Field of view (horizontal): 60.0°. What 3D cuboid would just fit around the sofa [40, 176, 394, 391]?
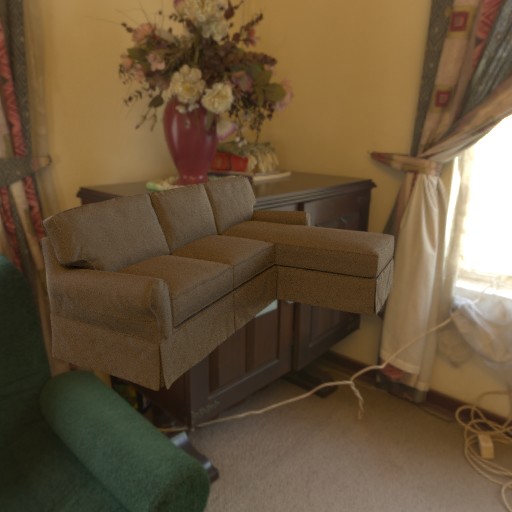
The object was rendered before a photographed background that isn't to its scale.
[{"bbox_3d":[0.000,0.000,3.382,1.733,0.978,2.475,8,18,26],"label":"sofa"}]
